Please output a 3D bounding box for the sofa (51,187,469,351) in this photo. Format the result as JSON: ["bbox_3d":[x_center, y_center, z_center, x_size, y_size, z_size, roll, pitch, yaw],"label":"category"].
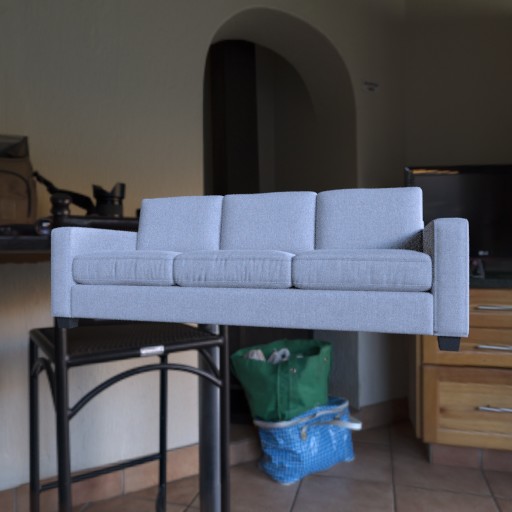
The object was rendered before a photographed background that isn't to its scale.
[{"bbox_3d":[0.000,0.000,2.555,2.120,0.800,0.900,0,0,17],"label":"sofa"}]
